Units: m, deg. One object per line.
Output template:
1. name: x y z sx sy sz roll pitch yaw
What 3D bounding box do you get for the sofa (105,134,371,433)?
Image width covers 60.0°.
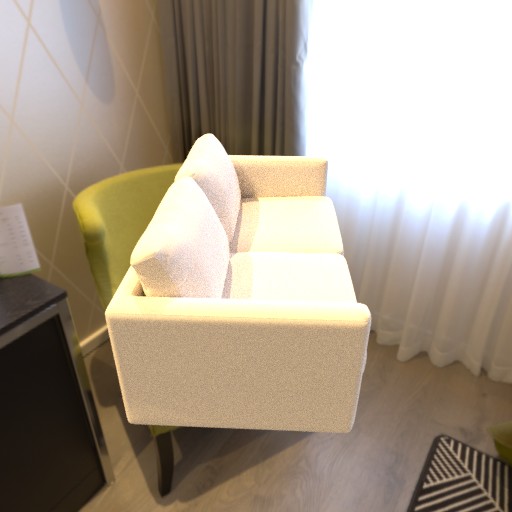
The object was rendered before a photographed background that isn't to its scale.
1. sofa: 0.000 0.000 2.306 0.940 0.893 1.713 1 31 2
